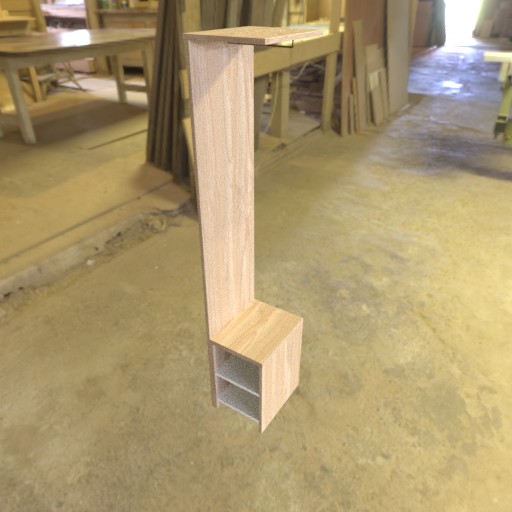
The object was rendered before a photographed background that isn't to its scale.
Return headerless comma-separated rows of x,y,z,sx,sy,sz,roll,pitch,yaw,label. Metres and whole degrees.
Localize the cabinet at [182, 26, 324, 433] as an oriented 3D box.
0.000,0.000,2.073,0.338,1.879,0.411,19,36,28,cabinet
